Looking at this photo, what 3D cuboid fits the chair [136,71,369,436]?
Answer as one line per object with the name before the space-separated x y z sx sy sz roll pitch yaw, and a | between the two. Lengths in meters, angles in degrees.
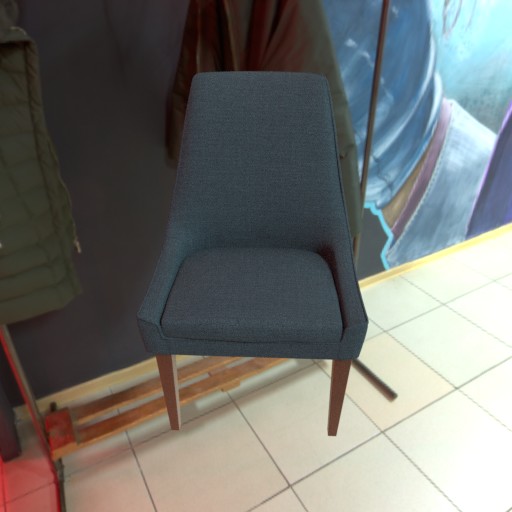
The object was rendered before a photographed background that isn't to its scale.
chair | 0.000 0.000 1.205 0.529 0.861 0.544 1 31 2
